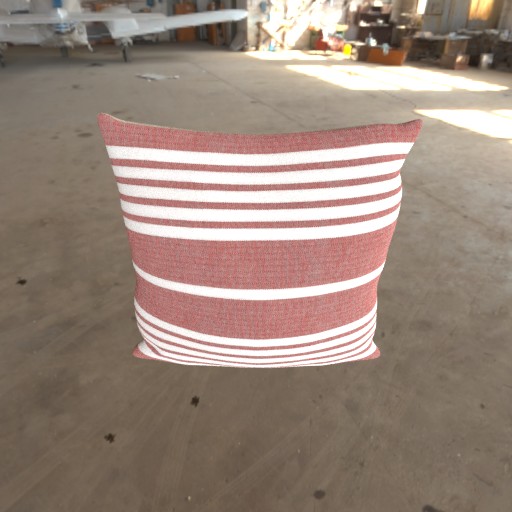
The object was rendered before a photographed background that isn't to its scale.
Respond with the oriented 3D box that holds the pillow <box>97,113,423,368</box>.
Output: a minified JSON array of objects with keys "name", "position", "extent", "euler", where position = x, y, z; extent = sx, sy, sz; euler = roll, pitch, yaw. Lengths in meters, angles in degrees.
[{"name":"pillow","position":[0.000,0.000,0.682],"extent":[0.439,0.427,0.182],"euler":[0,30,1]}]
